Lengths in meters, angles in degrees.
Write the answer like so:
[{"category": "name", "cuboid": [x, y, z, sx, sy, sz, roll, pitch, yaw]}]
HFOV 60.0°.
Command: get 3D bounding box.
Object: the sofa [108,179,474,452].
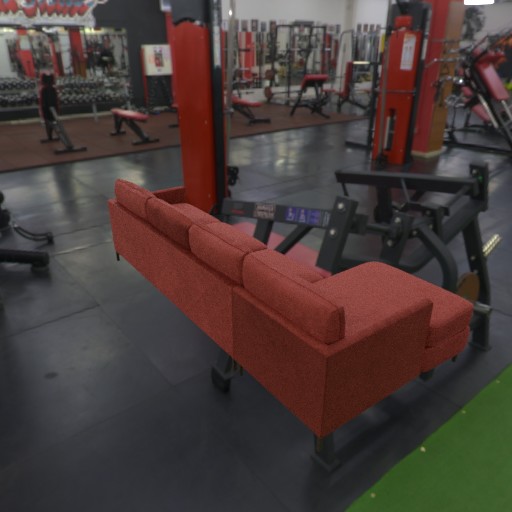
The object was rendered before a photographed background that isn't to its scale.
[{"category": "sofa", "cuboid": [0.000, 0.000, 4.057, 1.500, 0.967, 3.400, -17, 30, -32]}]
